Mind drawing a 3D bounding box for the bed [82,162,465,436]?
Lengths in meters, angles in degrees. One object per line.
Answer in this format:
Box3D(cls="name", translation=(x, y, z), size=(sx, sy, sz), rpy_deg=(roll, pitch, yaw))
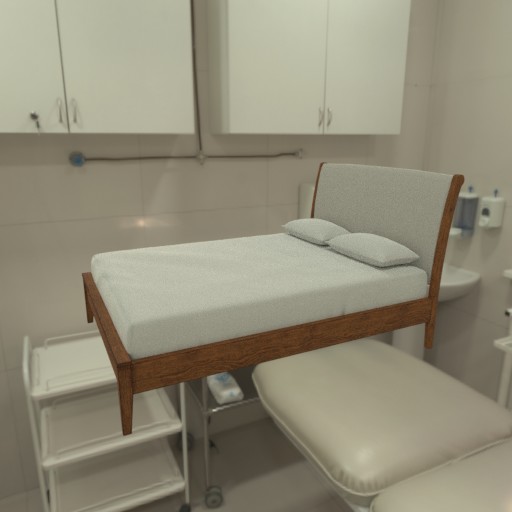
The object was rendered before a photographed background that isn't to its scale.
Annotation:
Box3D(cls="bed", translation=(0.000, 0.000, 3.000), size=(2.108, 1.135, 1.502), rpy_deg=(-7, 17, -25))
